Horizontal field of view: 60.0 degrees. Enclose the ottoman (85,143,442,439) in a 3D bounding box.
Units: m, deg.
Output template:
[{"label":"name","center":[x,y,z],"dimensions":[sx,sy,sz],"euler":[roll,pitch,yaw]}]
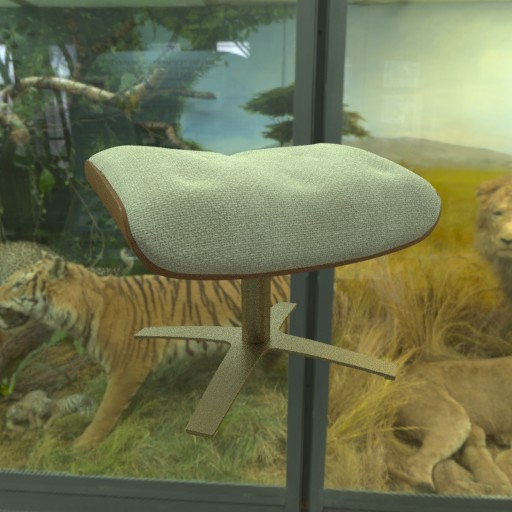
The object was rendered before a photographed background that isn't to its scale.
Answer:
[{"label":"ottoman","center":[0.000,0.000,0.806],"dimensions":[0.520,0.391,0.394],"euler":[-8,17,-26]}]
